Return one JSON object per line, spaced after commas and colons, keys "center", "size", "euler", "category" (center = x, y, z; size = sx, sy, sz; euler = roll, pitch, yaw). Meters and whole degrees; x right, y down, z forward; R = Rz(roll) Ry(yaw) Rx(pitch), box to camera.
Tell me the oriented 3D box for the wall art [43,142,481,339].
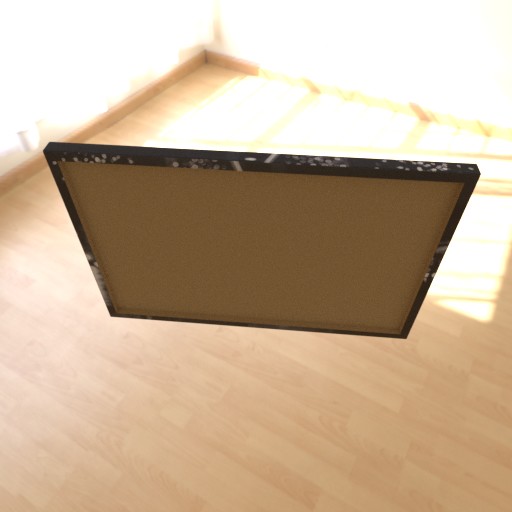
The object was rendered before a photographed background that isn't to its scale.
{"center": [0.000, 0.000, 1.153], "size": [0.914, 0.609, 0.038], "euler": [4, 47, 4], "category": "wall art"}
